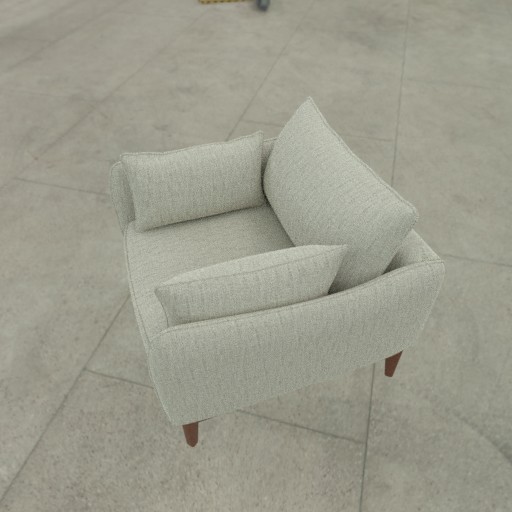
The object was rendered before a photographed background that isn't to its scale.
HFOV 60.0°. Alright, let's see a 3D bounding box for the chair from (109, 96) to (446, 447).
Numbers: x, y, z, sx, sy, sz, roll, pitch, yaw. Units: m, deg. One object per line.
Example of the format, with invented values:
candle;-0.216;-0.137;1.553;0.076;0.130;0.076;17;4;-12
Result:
chair;0.000;0.000;1.741;0.991;0.855;0.994;-14;46;-14
